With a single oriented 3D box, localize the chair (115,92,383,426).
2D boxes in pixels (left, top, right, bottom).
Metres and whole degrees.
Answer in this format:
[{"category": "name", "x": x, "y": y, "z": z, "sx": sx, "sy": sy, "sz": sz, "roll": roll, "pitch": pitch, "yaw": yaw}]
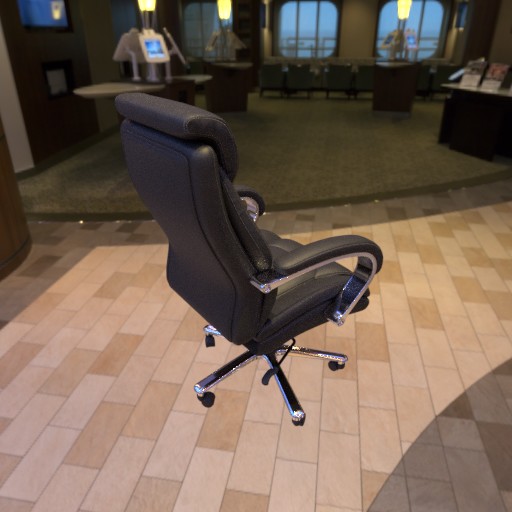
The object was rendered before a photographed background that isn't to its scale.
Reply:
[{"category": "chair", "x": 0.000, "y": 0.000, "z": 1.678, "sx": 0.790, "sy": 1.183, "sz": 0.755, "roll": -18, "pitch": 32, "yaw": -32}]
